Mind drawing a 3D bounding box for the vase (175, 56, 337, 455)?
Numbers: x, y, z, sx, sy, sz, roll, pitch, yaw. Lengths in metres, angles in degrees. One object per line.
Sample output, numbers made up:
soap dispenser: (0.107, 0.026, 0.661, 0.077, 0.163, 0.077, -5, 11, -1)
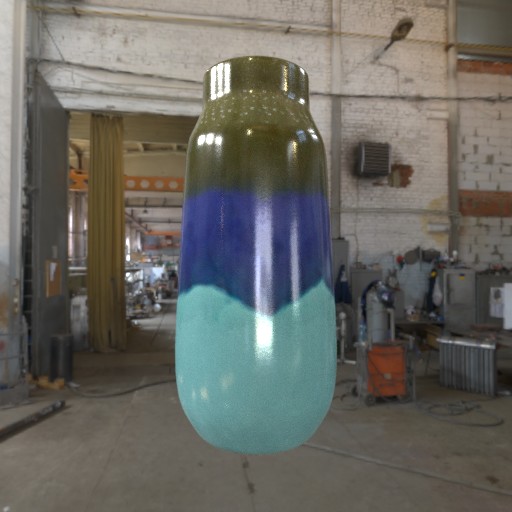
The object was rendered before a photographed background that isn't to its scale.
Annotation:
vase: (0.000, 0.000, 0.387, 0.139, 0.313, 0.139, 0, -1, 0)
